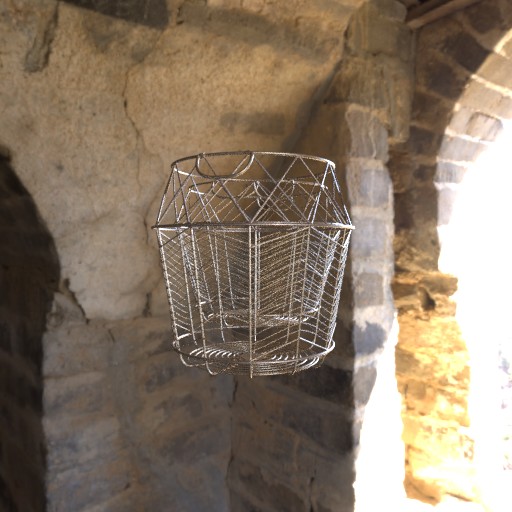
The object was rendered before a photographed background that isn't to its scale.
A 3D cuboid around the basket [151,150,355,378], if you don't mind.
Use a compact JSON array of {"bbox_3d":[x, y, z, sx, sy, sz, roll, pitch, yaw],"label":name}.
[{"bbox_3d":[0.000,0.000,0.997,0.451,0.343,0.805,0,2,1],"label":"basket"}]
